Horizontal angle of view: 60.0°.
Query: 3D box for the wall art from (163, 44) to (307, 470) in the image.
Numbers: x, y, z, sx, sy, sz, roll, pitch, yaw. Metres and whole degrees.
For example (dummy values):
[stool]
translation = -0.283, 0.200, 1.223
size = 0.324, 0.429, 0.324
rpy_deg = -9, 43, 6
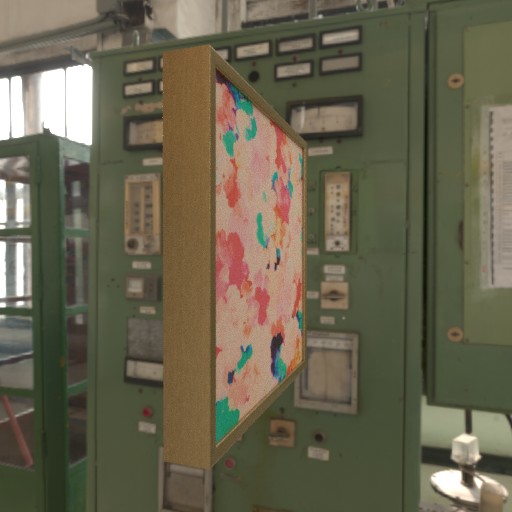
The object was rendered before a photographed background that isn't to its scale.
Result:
[wall art]
translation = 0.000, 0.000, 0.467
size = 0.038, 0.305, 0.304
rpy_deg = 0, 1, 20
